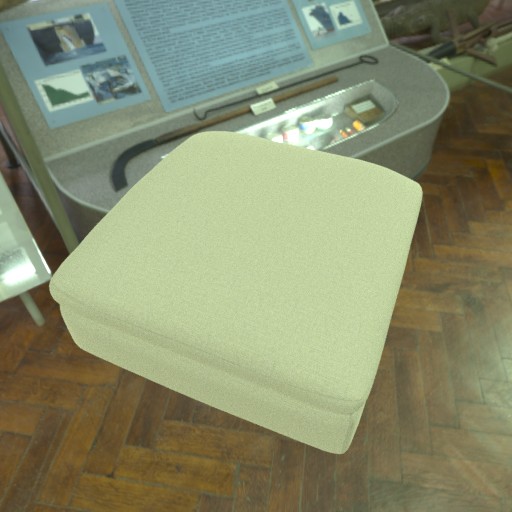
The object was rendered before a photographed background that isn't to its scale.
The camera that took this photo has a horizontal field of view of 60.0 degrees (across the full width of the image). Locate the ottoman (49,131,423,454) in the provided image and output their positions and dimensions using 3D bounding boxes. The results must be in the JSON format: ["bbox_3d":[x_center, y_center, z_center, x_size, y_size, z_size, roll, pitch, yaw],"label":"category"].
[{"bbox_3d":[0.000,0.000,1.559,0.977,0.467,0.996,17,48,16],"label":"ottoman"}]
